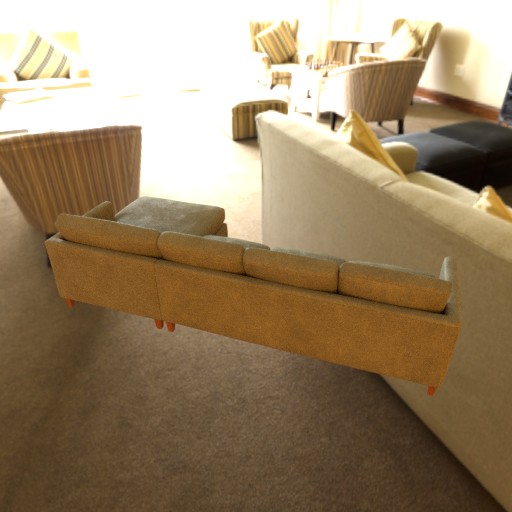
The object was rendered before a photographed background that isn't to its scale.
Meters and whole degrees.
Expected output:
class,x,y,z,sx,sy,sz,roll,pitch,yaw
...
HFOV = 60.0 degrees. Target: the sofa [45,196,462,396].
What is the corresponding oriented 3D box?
class,x,y,z,sx,sy,sz,roll,pitch,yaw
sofa,0.000,0.000,4.195,3.471,0.950,1.604,10,34,16
